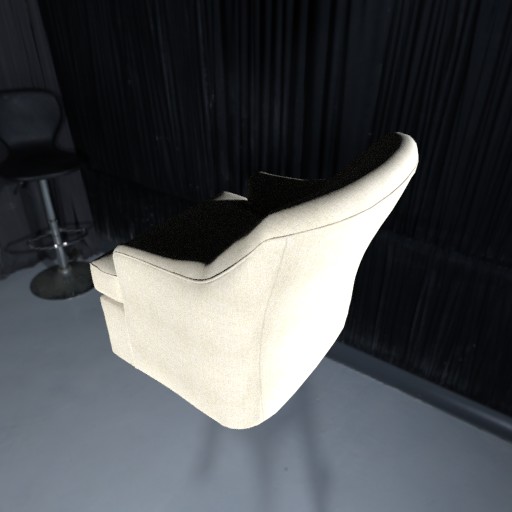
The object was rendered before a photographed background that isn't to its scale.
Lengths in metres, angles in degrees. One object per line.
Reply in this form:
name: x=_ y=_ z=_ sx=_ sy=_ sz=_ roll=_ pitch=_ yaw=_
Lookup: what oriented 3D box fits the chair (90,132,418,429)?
chair: x=0.000 y=0.000 z=1.583 sx=0.923 sy=0.856 sz=0.864 roll=20 pitch=37 yaw=29
